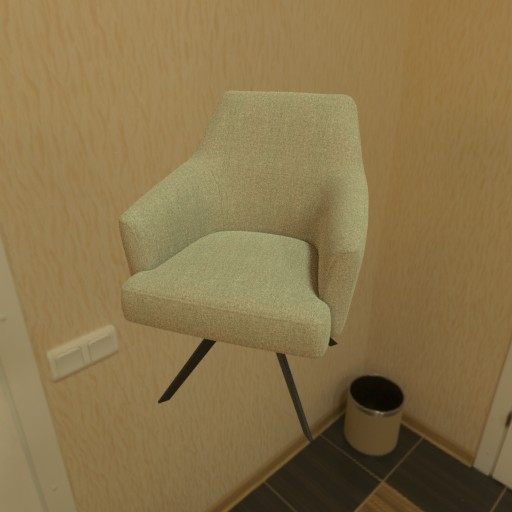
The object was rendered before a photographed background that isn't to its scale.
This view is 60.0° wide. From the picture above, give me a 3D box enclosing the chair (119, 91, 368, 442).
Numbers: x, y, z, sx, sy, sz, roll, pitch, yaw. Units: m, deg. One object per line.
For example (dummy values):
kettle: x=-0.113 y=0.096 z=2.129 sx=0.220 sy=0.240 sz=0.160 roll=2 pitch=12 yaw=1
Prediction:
chair: x=0.000 y=0.000 z=1.338 sx=0.642 sy=0.874 sz=0.677 roll=8 pitch=27 yaw=16
